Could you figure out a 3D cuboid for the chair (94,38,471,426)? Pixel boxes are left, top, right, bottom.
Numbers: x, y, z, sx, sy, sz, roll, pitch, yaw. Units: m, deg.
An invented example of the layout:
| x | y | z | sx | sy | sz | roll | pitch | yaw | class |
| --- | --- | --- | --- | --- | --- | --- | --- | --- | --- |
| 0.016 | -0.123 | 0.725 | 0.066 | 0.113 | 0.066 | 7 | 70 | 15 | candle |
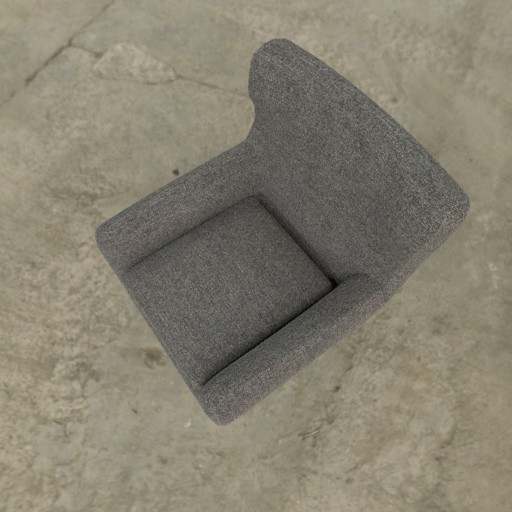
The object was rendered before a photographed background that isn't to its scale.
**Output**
| x | y | z | sx | sy | sz | roll | pitch | yaw | class |
| --- | --- | --- | --- | --- | --- | --- | --- | --- | --- |
| 0.000 | 0.000 | 1.686 | 0.940 | 1.039 | 0.889 | -33 | 67 | -16 | chair |
